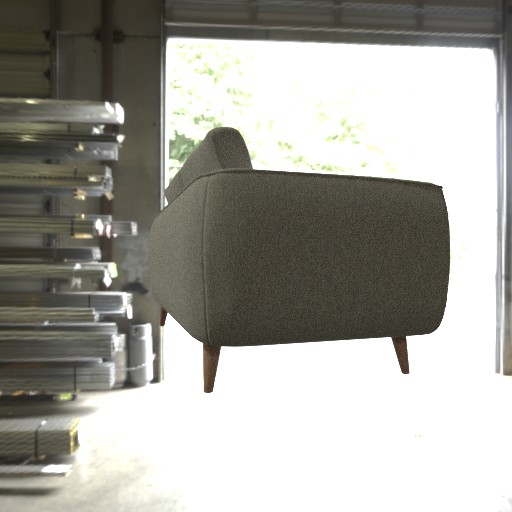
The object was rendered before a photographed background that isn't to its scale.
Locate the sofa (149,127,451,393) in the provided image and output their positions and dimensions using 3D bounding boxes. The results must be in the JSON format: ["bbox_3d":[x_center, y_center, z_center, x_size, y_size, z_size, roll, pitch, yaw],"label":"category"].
[{"bbox_3d":[0.000,0.000,2.143,0.920,0.850,1.700,0,0,-18],"label":"sofa"}]
